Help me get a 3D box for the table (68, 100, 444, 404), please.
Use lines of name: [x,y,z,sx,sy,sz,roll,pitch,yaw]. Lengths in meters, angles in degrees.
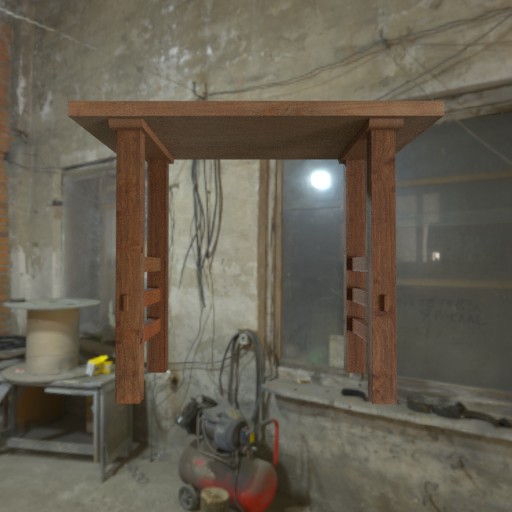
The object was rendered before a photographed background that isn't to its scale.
table: [0.000,0.000,1.587,1.119,0.914,0.556,0,-1,0]
